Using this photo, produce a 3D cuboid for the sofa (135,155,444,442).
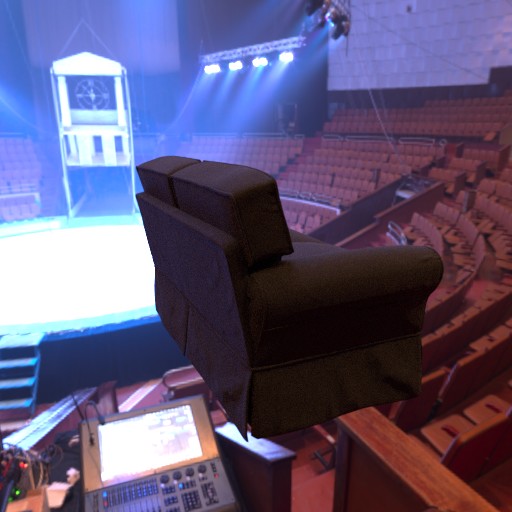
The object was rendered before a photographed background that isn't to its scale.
[{"bbox_3d":[0.000,0.000,2.457,0.997,1.059,1.801,-7,17,-25],"label":"sofa"}]
